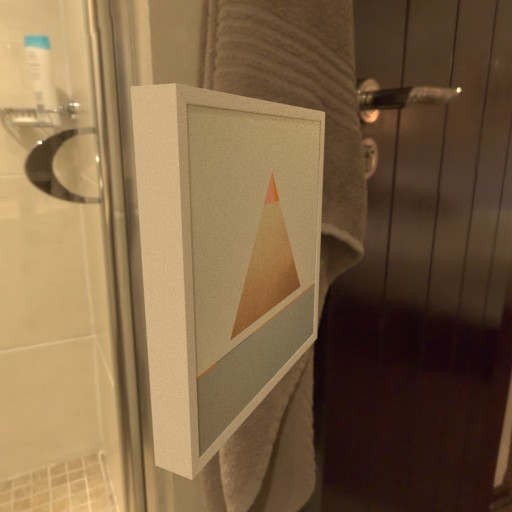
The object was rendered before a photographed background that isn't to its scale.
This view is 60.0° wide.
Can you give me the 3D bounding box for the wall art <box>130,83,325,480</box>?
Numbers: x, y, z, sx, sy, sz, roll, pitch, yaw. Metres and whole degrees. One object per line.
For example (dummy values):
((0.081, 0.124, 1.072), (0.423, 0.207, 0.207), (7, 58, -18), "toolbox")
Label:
((0.000, 0.000, 0.465), (0.038, 0.304, 0.305), (7, 16, 26), "wall art")
